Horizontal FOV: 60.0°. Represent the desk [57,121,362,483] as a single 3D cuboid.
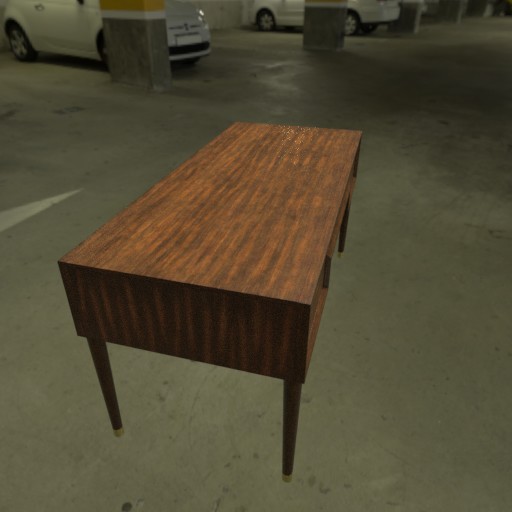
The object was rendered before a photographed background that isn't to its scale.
[{"bbox_3d":[0.000,0.000,1.992,0.724,0.762,1.575,8,32,14],"label":"desk"}]
